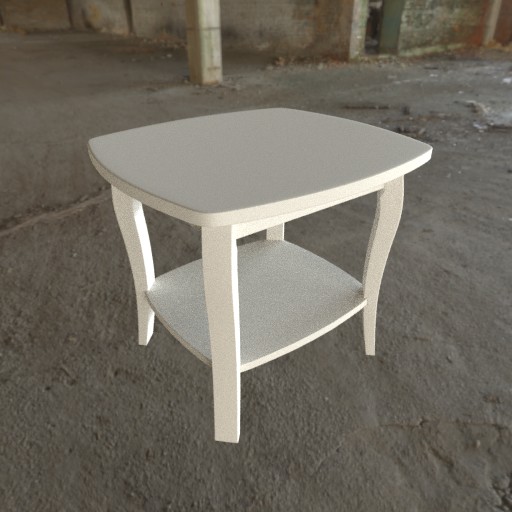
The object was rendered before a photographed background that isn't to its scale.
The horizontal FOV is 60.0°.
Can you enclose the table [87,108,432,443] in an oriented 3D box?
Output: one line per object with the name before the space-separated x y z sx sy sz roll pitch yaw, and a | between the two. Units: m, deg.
table | 0.000 0.000 0.851 0.502 0.438 0.451 -21 36 -32
